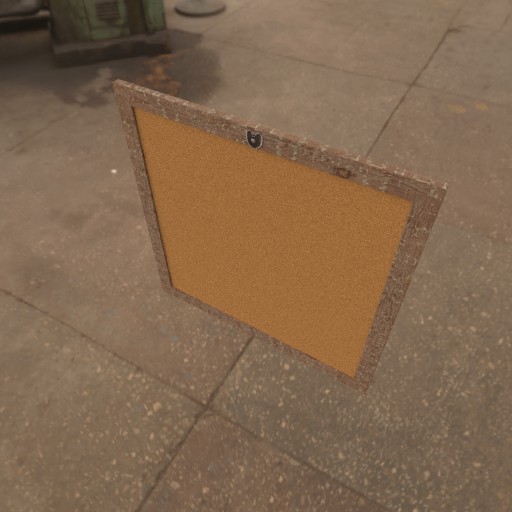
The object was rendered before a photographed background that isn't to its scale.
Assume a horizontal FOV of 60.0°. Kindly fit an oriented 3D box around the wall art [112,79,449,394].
[{"bbox_3d":[0.000,0.000,0.588,0.384,0.384,0.012,24,51,21],"label":"wall art"}]
